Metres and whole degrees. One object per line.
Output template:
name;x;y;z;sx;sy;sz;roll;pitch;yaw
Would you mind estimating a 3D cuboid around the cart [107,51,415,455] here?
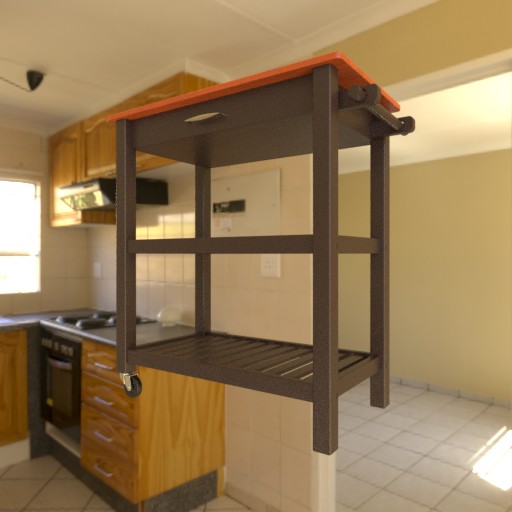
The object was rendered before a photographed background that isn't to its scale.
cart;0.000;0.000;1.405;0.899;0.927;0.457;0;0;35
